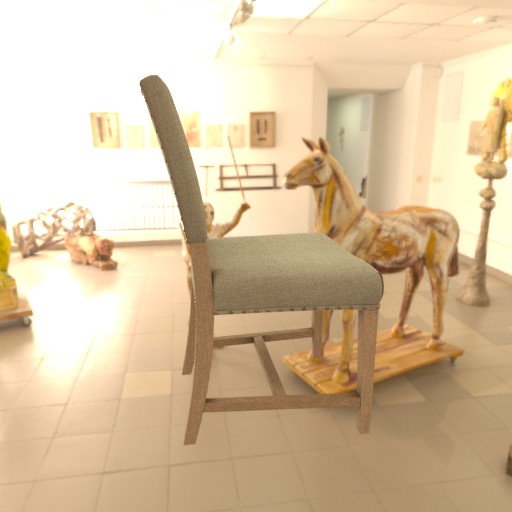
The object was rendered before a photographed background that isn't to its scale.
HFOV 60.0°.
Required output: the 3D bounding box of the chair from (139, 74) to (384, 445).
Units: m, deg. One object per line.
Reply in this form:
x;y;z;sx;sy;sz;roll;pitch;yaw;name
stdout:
0.000;0.000;1.371;0.622;0.986;0.508;-3;16;-9;chair
